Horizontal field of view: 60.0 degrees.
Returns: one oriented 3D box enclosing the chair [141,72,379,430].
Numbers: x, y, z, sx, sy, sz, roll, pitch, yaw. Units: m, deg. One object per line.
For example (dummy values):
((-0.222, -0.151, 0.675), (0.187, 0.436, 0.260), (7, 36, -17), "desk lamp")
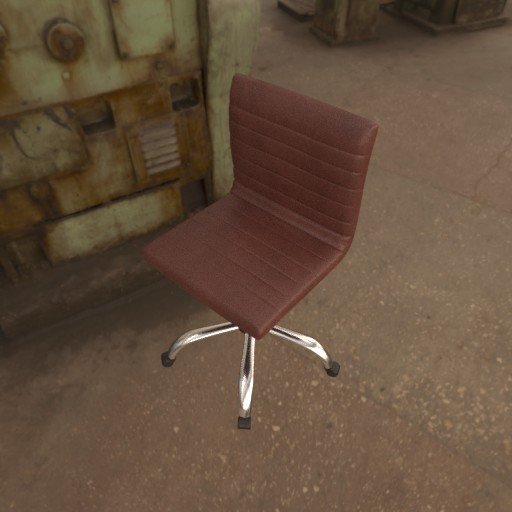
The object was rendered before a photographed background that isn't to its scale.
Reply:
((0.000, 0.000, 1.171), (0.556, 0.780, 0.530), (31, 53, 27), "chair")
